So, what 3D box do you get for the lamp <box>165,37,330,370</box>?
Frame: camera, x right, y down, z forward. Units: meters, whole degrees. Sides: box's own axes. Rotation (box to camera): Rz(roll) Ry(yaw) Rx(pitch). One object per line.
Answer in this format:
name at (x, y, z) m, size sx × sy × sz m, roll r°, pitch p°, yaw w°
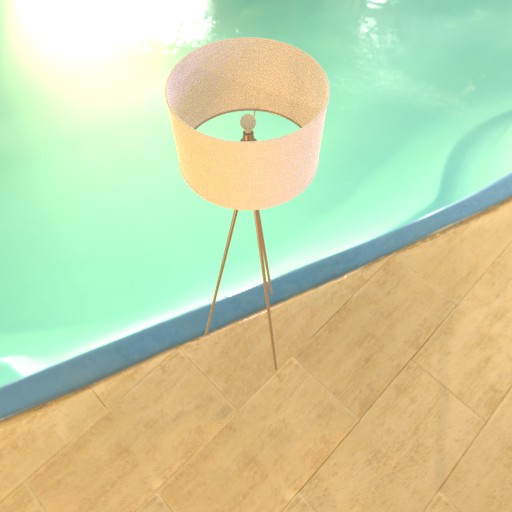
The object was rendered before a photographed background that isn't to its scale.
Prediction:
lamp at (0.000, 0.000, 1.742) m, size 0.448 × 1.545 × 0.458 m, roll -34°, pitch 64°, yaw -20°
